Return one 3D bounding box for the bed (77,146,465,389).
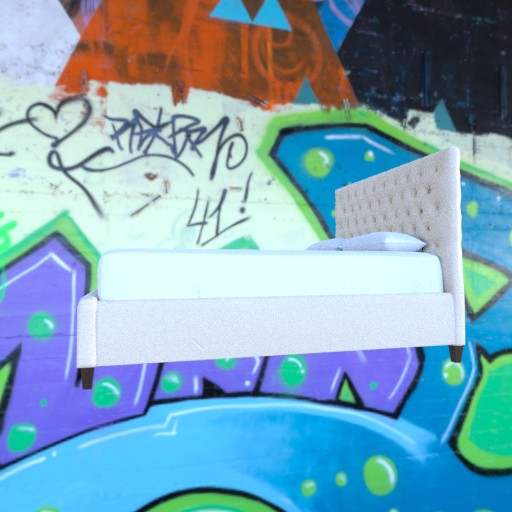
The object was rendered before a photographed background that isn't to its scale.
[{"bbox_3d":[0.000,0.000,3.385,2.387,1.427,1.698,0,-2,-16],"label":"bed"}]
